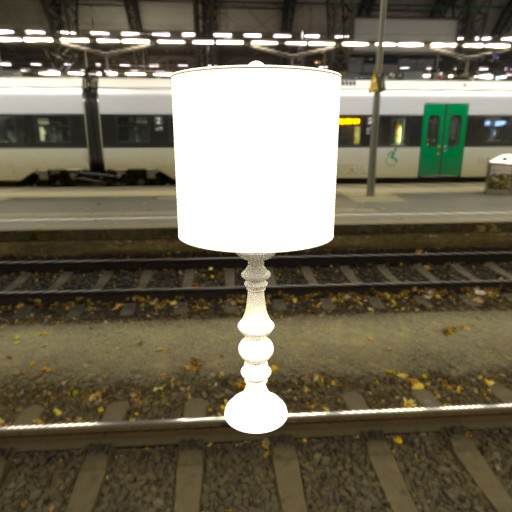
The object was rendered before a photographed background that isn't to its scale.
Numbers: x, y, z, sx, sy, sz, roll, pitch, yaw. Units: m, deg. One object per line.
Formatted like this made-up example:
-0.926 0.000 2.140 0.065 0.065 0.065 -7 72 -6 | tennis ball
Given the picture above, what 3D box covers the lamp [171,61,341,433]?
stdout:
0.000 0.000 0.734 0.250 0.597 0.250 -7 17 -24 | lamp
